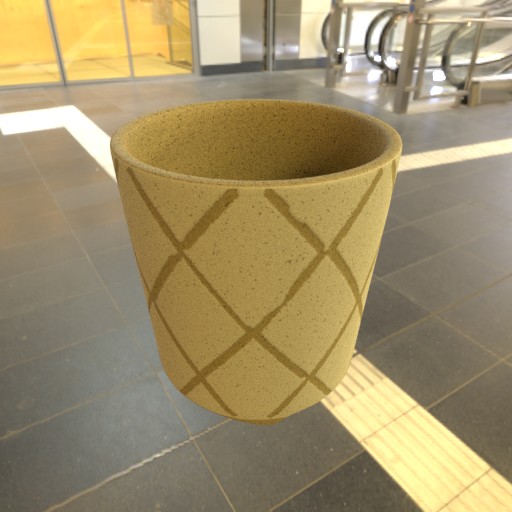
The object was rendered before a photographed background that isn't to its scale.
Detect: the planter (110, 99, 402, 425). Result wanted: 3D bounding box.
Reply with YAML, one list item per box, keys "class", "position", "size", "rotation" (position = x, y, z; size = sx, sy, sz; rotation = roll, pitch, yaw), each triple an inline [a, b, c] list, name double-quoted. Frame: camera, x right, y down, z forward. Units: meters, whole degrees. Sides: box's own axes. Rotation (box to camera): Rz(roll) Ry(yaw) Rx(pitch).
- class: "planter"
  position: [0.000, 0.000, 0.351]
  size: [0.191, 0.199, 0.191]
  rotation: [0, 32, 0]
